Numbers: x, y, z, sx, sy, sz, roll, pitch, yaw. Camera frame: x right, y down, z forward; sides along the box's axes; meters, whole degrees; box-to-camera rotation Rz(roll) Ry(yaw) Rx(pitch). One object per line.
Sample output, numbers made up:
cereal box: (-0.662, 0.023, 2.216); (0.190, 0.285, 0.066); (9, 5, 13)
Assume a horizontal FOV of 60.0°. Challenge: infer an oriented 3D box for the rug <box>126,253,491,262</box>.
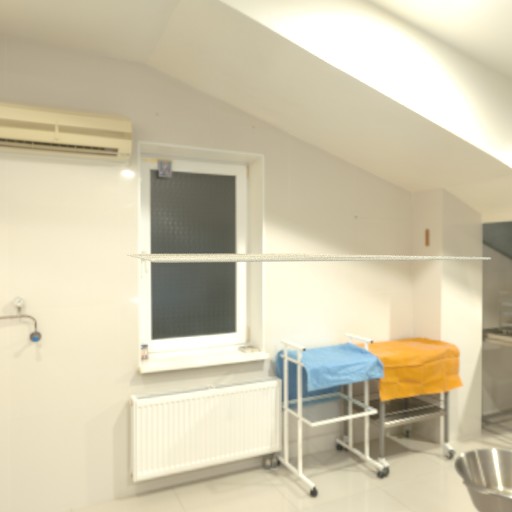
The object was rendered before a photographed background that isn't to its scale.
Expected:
rug: (0.000, 0.000, 2.305); (1.225, 0.008, 1.827); (0, 1, -19)
